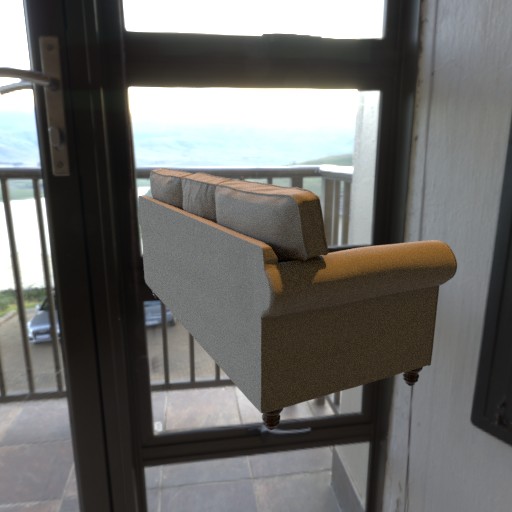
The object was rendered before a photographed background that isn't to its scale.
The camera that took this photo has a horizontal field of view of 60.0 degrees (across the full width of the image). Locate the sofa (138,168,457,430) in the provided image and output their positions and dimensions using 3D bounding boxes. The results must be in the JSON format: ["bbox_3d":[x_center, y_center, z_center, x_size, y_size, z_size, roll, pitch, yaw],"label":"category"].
[{"bbox_3d":[0.000,0.000,2.602,0.916,0.961,2.084,-7,15,-26],"label":"sofa"}]
